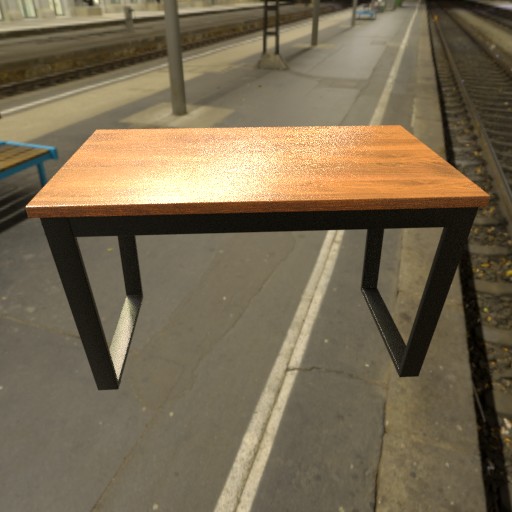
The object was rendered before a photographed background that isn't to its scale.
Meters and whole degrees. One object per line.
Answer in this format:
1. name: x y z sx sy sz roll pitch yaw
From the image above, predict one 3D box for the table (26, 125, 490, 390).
1. table: 0.000 0.000 1.645 1.205 0.760 0.714 -2 31 -3
